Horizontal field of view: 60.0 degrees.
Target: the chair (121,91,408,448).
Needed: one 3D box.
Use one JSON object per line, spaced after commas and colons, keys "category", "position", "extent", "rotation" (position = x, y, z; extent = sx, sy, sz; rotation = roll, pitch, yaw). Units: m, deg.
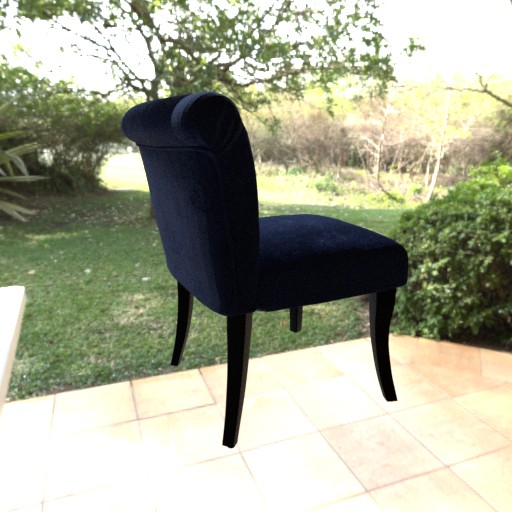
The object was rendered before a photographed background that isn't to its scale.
{"category": "chair", "position": [0.000, 0.000, 1.164], "extent": [0.606, 0.753, 0.585], "rotation": [-8, 17, -26]}
